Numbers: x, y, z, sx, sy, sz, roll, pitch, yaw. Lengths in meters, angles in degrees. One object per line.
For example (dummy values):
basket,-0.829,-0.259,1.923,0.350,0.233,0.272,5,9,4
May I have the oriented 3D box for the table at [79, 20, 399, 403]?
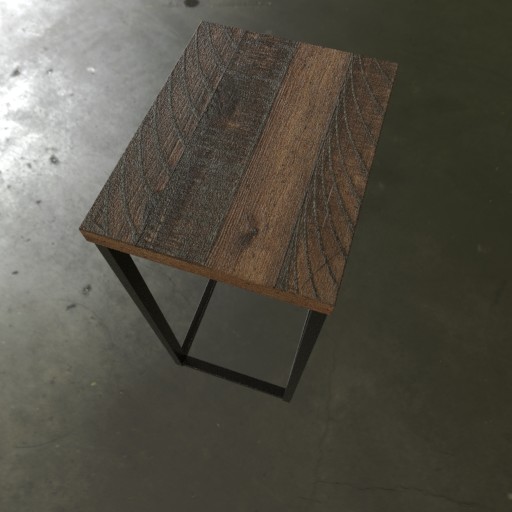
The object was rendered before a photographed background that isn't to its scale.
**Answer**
table,0.000,0.000,0.926,0.323,0.718,0.414,17,64,8
